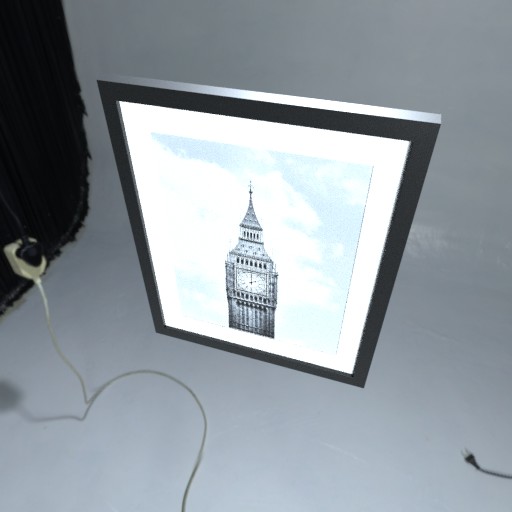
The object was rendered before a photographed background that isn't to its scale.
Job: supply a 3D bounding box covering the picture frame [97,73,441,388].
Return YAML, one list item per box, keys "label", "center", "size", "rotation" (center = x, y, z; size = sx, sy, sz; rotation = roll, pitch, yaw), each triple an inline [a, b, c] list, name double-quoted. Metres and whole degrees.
- label: "picture frame"
  center: [0.000, 0.000, 0.761]
  size: [0.460, 0.556, 0.028]
  rotation: [12, 43, 13]
